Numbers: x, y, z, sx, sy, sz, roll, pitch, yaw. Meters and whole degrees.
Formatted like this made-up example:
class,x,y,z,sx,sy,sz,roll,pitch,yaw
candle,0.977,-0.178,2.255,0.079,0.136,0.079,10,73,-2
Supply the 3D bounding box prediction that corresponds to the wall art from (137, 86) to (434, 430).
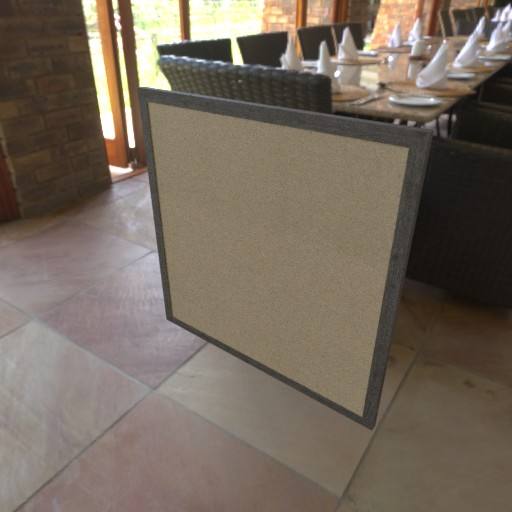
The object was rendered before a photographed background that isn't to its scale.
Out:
class,x,y,z,sx,sy,sz,roll,pitch,yaw
wall art,0.000,0.000,0.693,0.457,0.457,0.013,21,36,32
